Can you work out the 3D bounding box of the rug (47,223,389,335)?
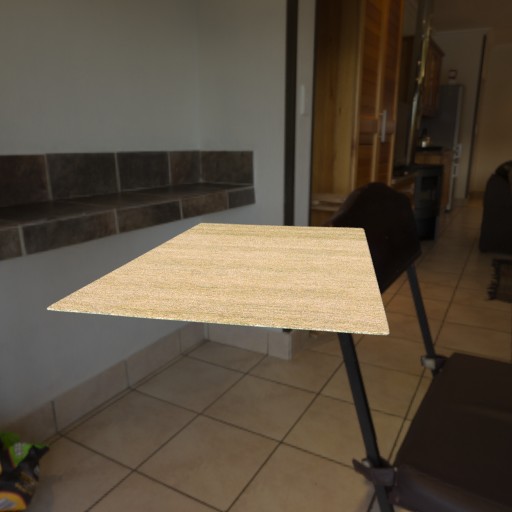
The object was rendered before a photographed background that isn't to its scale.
[{"bbox_3d":[0.000,0.000,2.250,1.143,0.010,1.758,3,14,10],"label":"rug"}]
